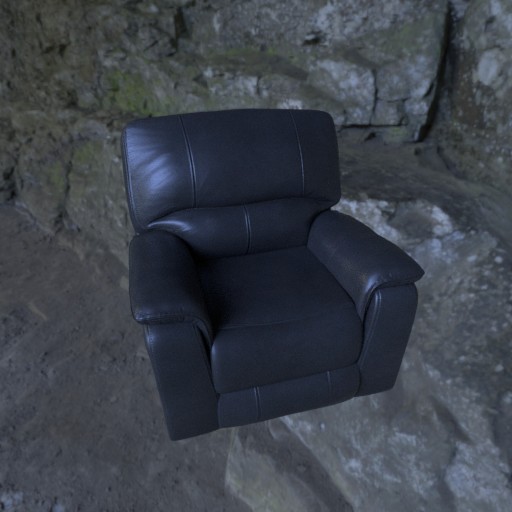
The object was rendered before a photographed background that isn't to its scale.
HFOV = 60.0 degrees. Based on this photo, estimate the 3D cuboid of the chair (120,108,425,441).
[{"bbox_3d":[0.000,0.000,1.975,1.096,1.109,1.087,-8,31,-14],"label":"chair"}]
